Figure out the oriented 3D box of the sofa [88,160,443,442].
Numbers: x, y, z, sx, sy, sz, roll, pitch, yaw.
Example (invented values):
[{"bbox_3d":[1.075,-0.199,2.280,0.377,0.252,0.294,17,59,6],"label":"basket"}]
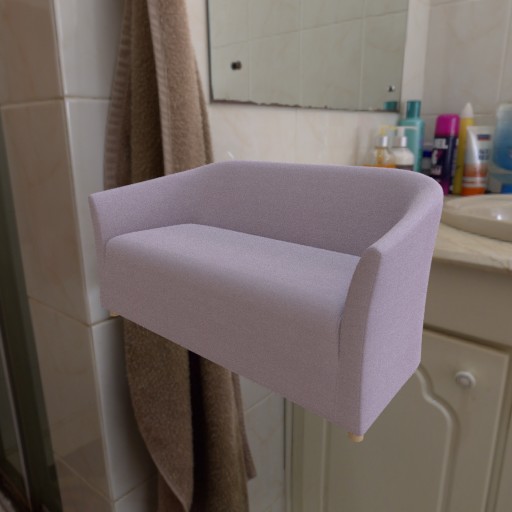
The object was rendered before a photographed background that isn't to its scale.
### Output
[{"bbox_3d":[0.000,0.000,1.829,1.452,0.721,0.705,14,21,41],"label":"sofa"}]
